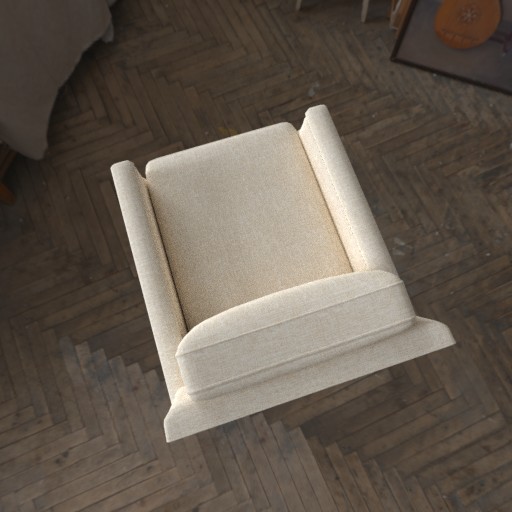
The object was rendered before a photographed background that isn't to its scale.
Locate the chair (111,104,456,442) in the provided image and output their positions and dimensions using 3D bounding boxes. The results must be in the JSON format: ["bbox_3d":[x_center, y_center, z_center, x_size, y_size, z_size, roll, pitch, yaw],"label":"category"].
[{"bbox_3d":[0.000,0.000,1.709,0.838,0.940,1.041,-17,75,-5],"label":"chair"}]
